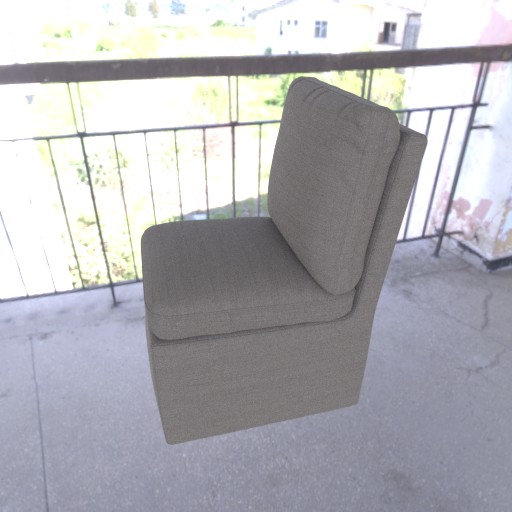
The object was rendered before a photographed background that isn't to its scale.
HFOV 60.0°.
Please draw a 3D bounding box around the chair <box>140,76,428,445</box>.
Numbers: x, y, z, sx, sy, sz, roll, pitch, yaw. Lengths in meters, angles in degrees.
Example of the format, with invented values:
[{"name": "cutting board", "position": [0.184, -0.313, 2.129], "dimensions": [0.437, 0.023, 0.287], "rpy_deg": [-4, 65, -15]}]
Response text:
[{"name": "chair", "position": [0.000, 0.000, 1.318], "dimensions": [0.698, 0.927, 0.503], "rpy_deg": [-7, 31, -13]}]
